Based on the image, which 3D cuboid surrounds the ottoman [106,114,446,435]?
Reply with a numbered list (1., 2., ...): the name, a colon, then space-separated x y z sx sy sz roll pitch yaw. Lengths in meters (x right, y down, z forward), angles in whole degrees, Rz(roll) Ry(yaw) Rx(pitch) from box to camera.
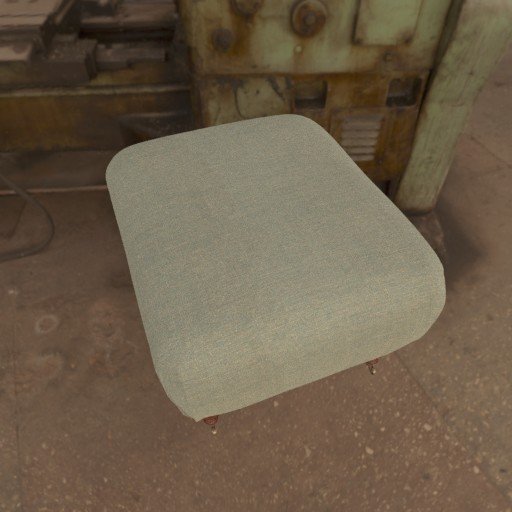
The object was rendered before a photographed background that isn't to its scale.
1. ottoman: 0.000 0.000 1.147 0.622 0.450 0.747 -16 48 -14
